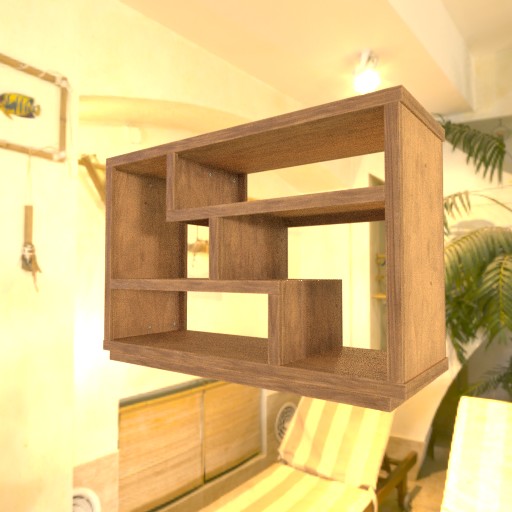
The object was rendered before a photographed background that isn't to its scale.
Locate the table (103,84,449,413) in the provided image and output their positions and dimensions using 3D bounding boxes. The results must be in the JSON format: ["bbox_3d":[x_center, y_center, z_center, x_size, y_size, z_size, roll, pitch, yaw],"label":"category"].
[{"bbox_3d":[0.000,0.000,1.533,1.151,0.771,0.410,-2,-3,36],"label":"table"}]
